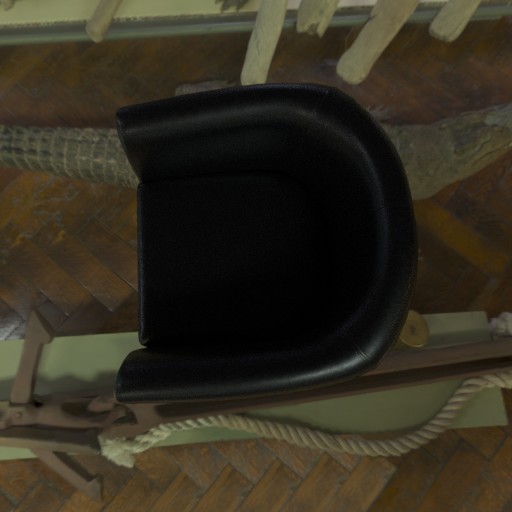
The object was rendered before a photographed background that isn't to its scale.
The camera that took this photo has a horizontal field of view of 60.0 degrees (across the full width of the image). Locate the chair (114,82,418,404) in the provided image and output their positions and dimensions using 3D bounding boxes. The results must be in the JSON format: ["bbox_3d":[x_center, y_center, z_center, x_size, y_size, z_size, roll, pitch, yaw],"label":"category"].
[{"bbox_3d":[0.000,0.000,1.350,0.727,0.756,0.793,-4,76,-1],"label":"chair"}]
